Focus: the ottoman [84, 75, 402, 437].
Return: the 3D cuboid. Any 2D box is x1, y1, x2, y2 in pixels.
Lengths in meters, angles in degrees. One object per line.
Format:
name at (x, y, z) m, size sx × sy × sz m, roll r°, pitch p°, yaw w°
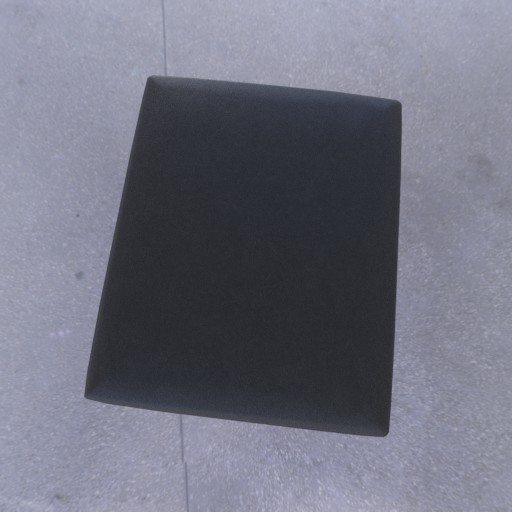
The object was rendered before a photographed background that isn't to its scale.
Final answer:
ottoman at (0.000, 0.000, 1.751) m, size 0.967 × 0.696 × 1.187 m, roll 6°, pitch 76°, yaw 2°
